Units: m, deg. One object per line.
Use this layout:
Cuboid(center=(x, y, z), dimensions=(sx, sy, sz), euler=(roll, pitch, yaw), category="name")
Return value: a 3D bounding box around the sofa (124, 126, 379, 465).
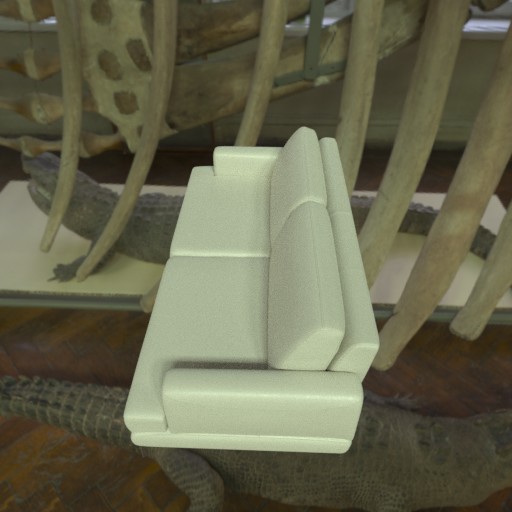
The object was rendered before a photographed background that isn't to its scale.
Cuboid(center=(0.000, 0.000, 2.408), dimensions=(0.974, 0.765, 1.940), euler=(1, 41, 2), category="sofa")
